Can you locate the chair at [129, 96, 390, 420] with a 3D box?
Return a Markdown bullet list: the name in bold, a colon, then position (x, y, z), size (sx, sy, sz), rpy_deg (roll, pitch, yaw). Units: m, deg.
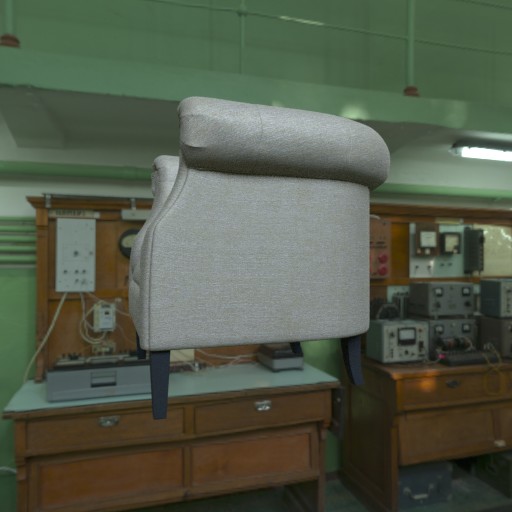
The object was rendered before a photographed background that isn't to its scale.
- **chair**: position (0.000, 0.000, 1.577), size (0.852, 0.827, 0.905), rpy_deg (0, 0, -18)
